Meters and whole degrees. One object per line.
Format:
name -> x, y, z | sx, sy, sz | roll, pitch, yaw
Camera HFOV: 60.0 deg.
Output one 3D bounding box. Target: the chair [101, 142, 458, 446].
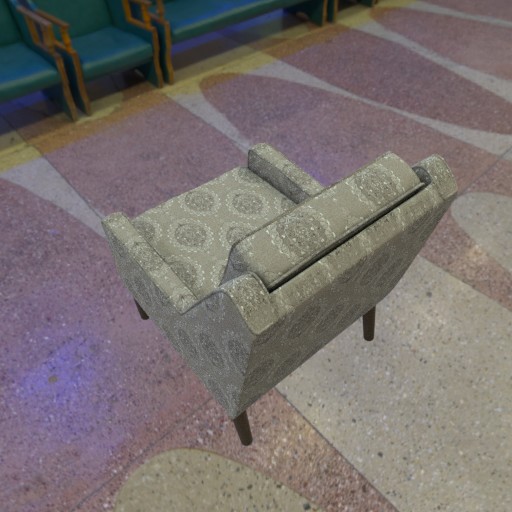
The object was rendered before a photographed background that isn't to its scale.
chair -> 0.000, 0.000, 1.351 | 0.665, 0.797, 0.750 | -32, 55, -26
